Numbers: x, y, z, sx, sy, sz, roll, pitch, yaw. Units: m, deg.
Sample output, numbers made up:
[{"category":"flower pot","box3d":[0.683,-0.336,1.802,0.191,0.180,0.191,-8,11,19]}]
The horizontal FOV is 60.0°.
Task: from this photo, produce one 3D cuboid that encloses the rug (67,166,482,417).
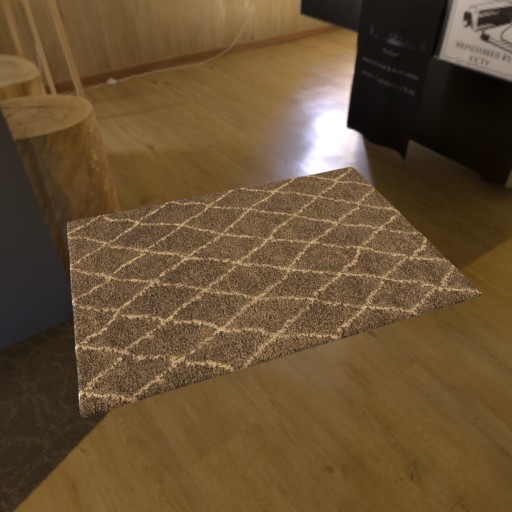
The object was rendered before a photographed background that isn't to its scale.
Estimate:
[{"category":"rug","box3d":[0.000,0.000,2.242,1.778,0.030,1.219,-13,43,-15]}]
